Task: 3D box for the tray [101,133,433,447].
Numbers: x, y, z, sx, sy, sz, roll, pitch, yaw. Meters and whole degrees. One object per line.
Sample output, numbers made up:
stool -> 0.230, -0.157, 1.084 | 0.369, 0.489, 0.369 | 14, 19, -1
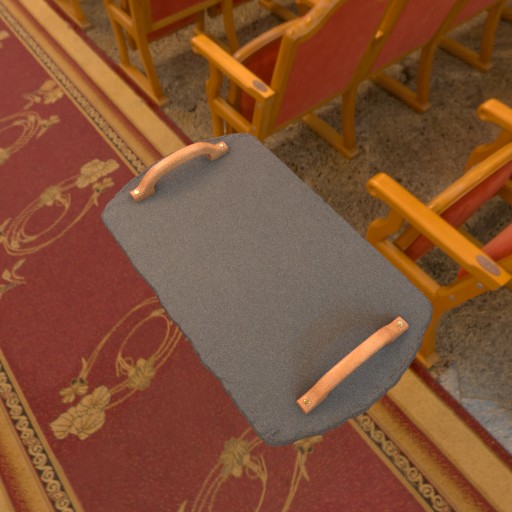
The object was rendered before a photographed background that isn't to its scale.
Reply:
tray -> 0.000, 0.000, 0.492 | 0.231, 0.062, 0.387 | -34, 65, -18
